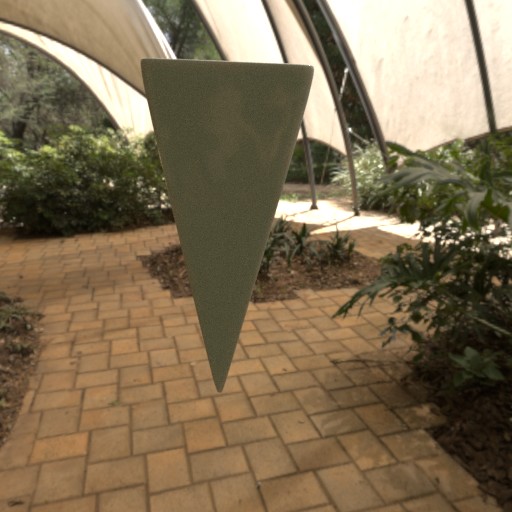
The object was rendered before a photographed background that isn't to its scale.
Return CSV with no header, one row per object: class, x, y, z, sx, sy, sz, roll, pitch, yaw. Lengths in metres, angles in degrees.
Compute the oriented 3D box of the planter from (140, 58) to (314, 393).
planter,0.000,0.000,0.218,0.080,0.178,0.064,-14,21,-43
